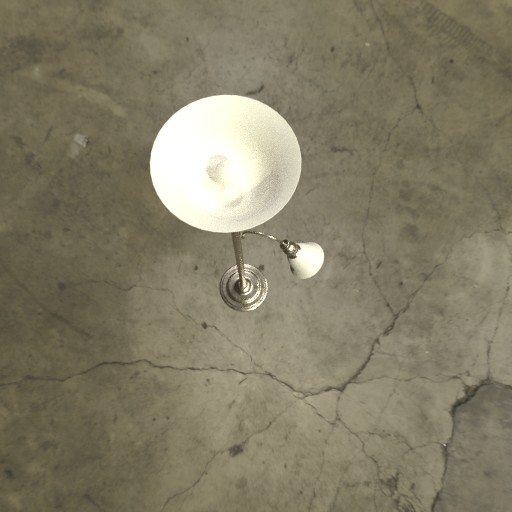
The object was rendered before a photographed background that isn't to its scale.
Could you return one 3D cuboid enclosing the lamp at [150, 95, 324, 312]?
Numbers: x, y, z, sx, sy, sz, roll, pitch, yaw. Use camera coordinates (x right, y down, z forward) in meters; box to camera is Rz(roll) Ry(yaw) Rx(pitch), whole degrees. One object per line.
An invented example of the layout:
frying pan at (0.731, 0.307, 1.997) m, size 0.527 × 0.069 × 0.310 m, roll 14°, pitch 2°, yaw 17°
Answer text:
lamp at (0.000, 0.000, 2.043) m, size 0.575 × 1.785 × 0.405 m, roll 16°, pitch 75°, yaw 4°
